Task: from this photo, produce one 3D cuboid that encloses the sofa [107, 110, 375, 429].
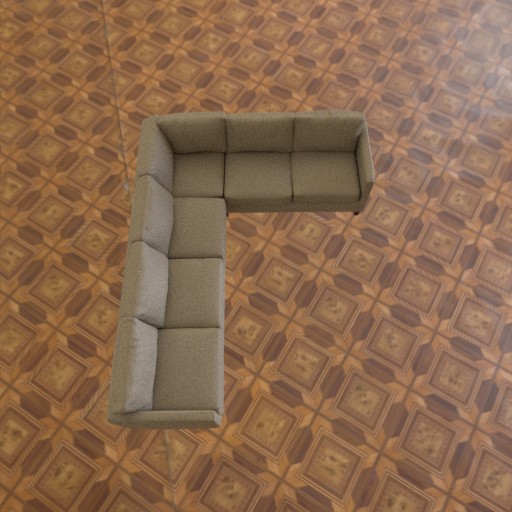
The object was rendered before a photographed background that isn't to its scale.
[{"bbox_3d":[0.000,0.000,4.584,2.593,0.947,3.302,-1,65,0],"label":"sofa"}]
